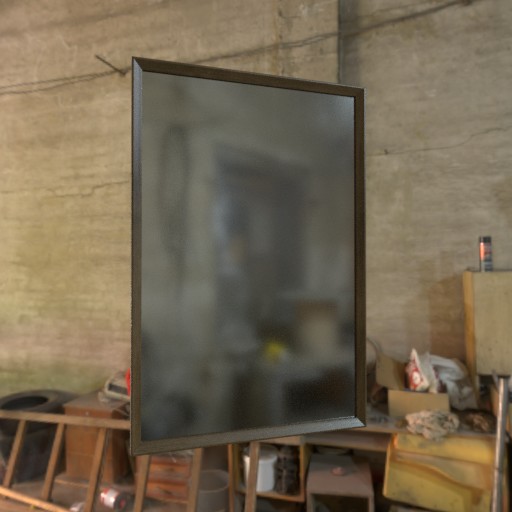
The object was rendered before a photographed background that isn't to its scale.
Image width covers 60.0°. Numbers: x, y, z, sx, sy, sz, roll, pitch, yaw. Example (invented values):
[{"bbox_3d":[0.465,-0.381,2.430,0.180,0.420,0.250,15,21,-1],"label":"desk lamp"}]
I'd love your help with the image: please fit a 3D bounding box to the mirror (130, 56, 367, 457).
[{"bbox_3d":[0.000,0.000,1.121,0.609,0.915,0.041,0,-1,-17],"label":"mirror"}]
